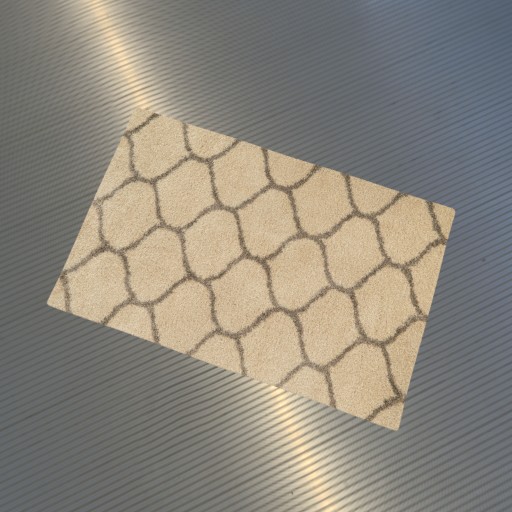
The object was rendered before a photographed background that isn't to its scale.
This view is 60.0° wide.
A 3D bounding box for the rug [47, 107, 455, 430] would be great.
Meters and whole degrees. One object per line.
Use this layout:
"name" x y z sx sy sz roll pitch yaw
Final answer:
"rug" 0.000 0.000 2.937 2.348 0.024 1.501 19 78 4
